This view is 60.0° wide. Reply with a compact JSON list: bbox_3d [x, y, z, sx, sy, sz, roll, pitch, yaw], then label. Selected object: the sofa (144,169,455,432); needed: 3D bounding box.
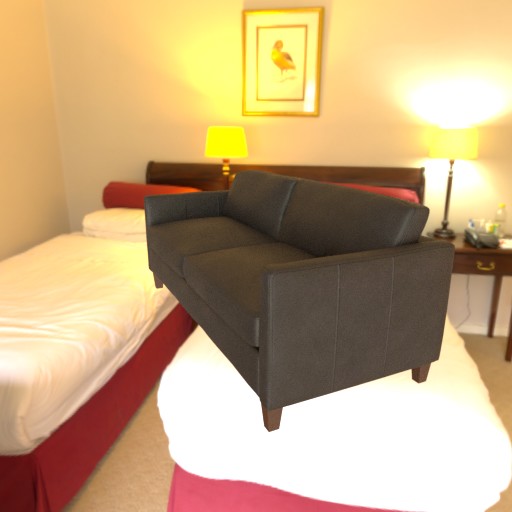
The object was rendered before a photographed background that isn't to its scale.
[{"bbox_3d":[0.000,0.000,2.564,0.933,0.863,1.971,-8,18,-25],"label":"sofa"}]
